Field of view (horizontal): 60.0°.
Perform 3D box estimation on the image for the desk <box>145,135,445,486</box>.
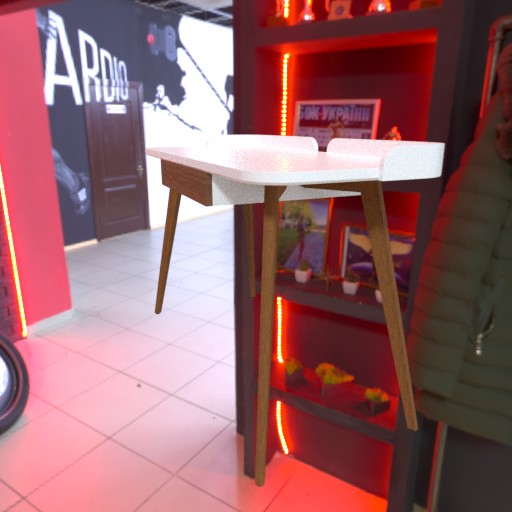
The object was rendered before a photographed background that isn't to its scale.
[{"bbox_3d":[0.000,0.000,1.573,0.534,0.807,1.206,-7,18,-23],"label":"desk"}]
